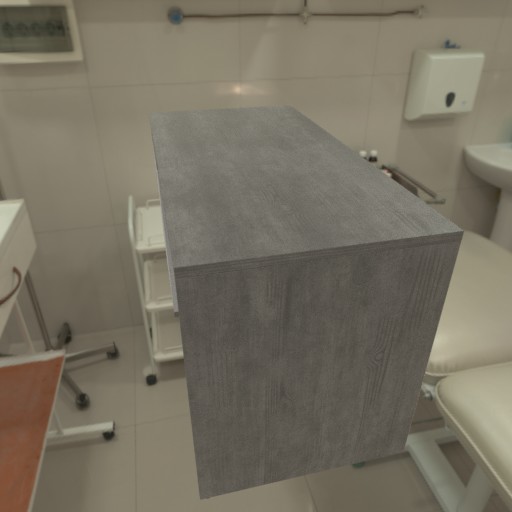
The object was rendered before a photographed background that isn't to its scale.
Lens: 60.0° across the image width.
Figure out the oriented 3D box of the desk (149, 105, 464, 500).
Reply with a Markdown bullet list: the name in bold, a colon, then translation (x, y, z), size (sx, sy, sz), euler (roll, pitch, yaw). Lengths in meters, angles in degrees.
- **desk**: translation (0.000, 0.000, 1.552), size (0.600, 0.740, 1.200), euler (-7, 32, -12)
